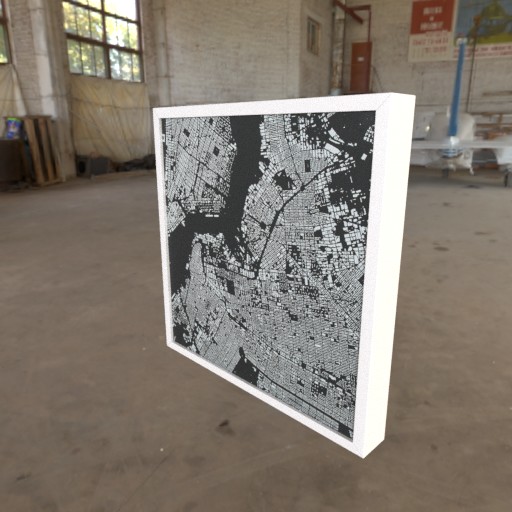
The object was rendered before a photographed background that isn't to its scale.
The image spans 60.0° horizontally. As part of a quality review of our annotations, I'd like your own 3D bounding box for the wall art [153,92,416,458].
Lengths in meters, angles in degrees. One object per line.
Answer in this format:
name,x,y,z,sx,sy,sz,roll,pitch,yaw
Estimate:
wall art,0.000,0.000,0.467,0.305,0.305,0.037,15,22,43
